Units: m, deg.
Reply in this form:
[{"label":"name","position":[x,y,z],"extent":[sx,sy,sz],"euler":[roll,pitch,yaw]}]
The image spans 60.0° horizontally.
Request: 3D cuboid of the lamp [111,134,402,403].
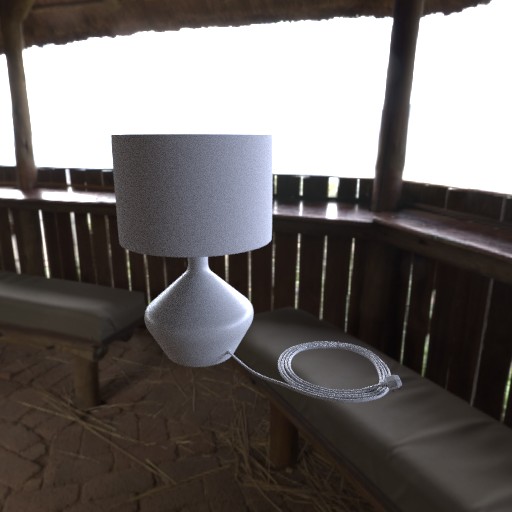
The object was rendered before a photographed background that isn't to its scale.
[{"label":"lamp","position":[0.000,0.000,0.864],"extent":[0.546,0.457,0.401],"euler":[14,20,42]}]
